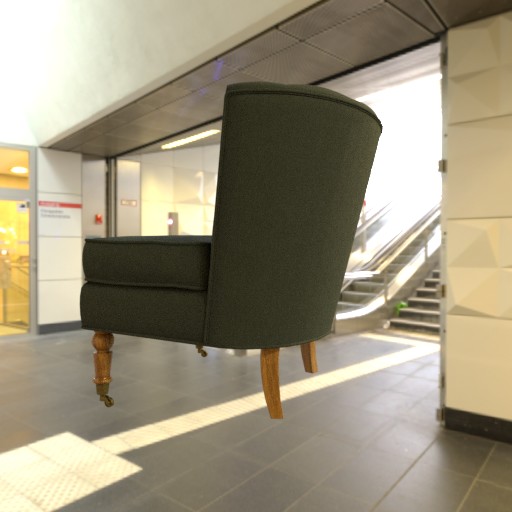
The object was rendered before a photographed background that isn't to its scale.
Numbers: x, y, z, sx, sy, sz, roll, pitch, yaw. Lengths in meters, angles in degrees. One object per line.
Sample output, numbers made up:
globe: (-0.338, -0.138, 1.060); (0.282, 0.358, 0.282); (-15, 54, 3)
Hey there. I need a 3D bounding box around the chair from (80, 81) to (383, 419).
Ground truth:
chair: (0.000, 0.000, 1.304); (0.718, 0.771, 0.740); (0, 1, 19)
